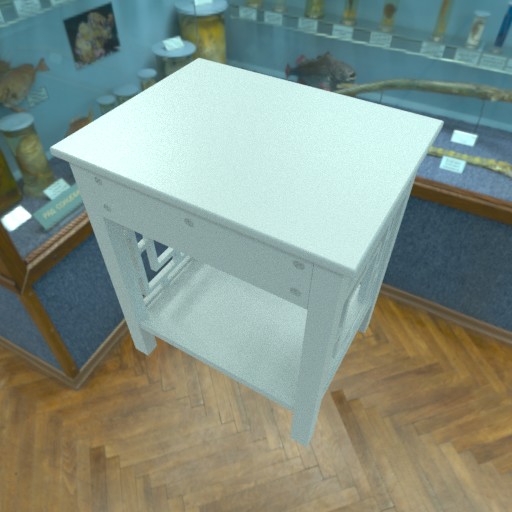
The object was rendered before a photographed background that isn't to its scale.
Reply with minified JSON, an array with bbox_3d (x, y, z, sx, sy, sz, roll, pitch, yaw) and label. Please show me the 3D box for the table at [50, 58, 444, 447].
[{"bbox_3d":[0.000,0.000,1.032,0.564,0.646,0.451,23,50,21],"label":"table"}]
